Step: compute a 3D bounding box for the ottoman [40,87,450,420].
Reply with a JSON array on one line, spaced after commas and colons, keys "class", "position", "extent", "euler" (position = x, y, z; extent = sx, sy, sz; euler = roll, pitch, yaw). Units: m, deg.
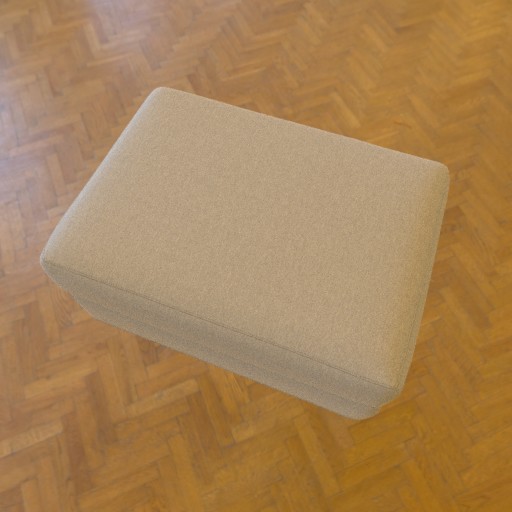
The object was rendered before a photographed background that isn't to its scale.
[{"class": "ottoman", "position": [0.000, 0.000, 1.125], "extent": [0.773, 0.497, 0.574], "euler": [19, 63, 10]}]
